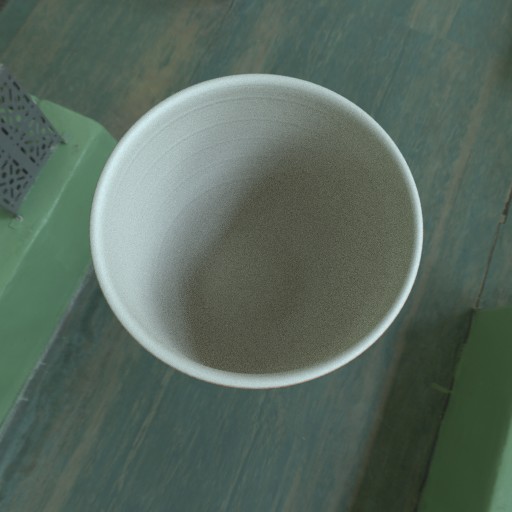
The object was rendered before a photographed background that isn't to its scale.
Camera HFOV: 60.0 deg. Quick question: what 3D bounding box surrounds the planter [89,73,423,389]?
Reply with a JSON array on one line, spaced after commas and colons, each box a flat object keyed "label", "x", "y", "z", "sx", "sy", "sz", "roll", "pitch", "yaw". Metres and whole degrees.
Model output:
[{"label": "planter", "x": 0.000, "y": 0.000, "z": 0.366, "sx": 0.208, "sy": 0.190, "sz": 0.208, "roll": 0, "pitch": 74, "yaw": 0}]
